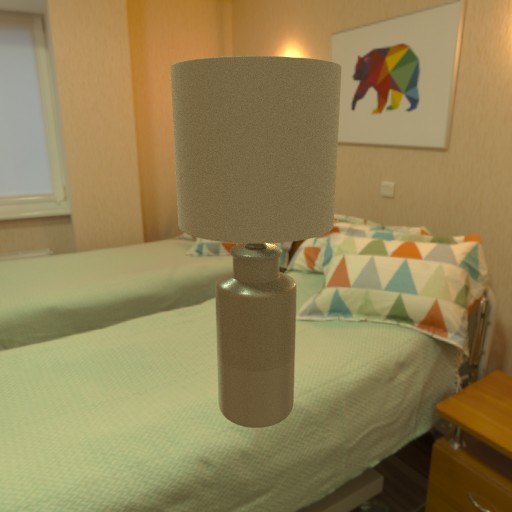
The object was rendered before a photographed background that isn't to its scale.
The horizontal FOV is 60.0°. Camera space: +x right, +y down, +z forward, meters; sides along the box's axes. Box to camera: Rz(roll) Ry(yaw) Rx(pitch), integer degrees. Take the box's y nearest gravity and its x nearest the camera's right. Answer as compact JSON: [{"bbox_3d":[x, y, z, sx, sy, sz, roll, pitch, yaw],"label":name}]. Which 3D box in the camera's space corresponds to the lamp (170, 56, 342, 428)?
[{"bbox_3d":[0.000,0.000,0.628,0.212,0.493,0.212,8,18,26],"label":"lamp"}]
